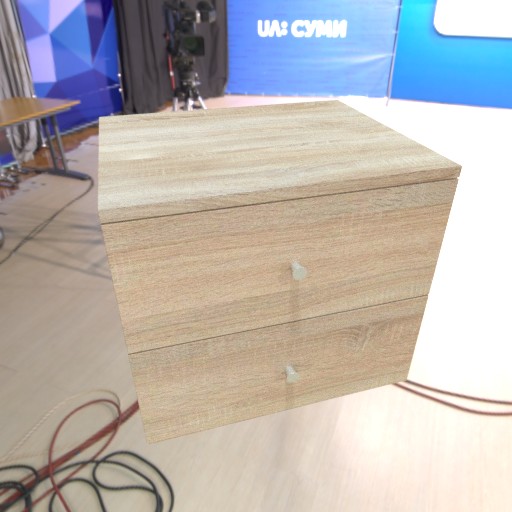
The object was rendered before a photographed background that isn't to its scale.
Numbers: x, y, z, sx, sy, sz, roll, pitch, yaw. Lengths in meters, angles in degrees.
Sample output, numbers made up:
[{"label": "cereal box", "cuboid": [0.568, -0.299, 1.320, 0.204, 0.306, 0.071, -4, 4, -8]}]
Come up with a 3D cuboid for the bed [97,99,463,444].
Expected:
[{"label": "bed", "cuboid": [0.000, 0.000, 0.787, 0.460, 0.420, 0.401, -9, 33, -14]}]
